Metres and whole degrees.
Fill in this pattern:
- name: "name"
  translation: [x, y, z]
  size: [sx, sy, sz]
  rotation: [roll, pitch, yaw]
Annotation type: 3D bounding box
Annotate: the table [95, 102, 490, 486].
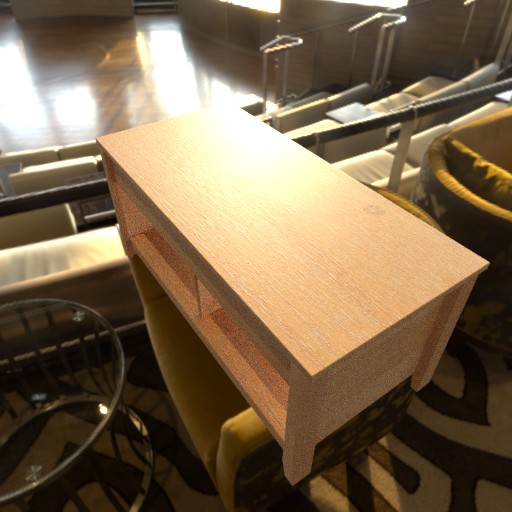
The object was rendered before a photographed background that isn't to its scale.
- name: "table"
  translation: [0.000, 0.000, 1.284]
  size: [0.483, 0.457, 1.016]
  rotation: [-25, 47, -25]
